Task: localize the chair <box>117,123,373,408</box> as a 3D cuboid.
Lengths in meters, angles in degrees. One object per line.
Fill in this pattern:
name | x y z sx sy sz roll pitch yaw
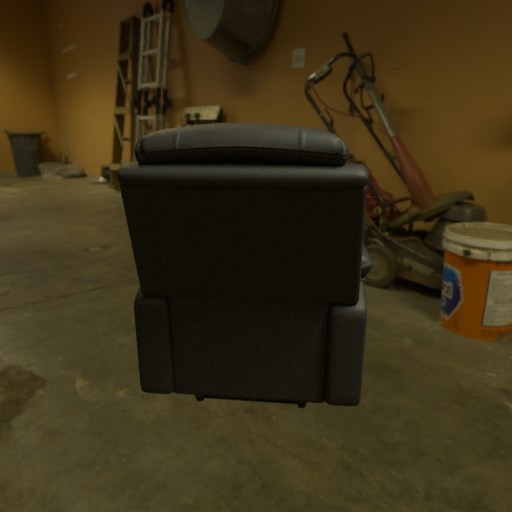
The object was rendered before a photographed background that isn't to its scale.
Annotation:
chair | 0.000 0.000 1.725 0.855 0.992 0.919 2 17 6
